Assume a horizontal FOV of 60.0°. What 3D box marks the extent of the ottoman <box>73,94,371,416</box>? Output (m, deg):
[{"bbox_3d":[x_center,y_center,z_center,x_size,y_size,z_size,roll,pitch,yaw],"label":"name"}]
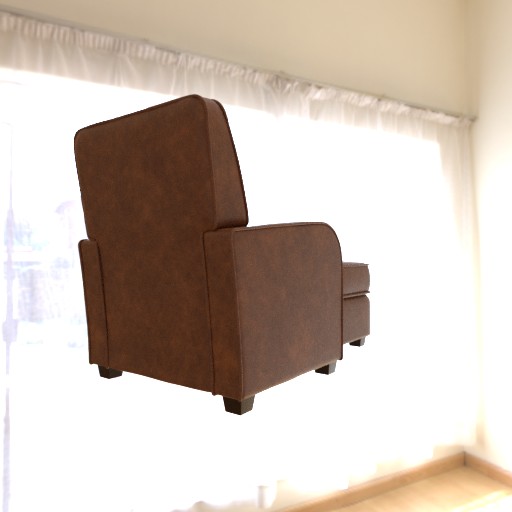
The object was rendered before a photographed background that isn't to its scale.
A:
[{"bbox_3d":[0.000,0.000,1.872,0.732,0.904,1.314,0,0,37],"label":"ottoman"}]
